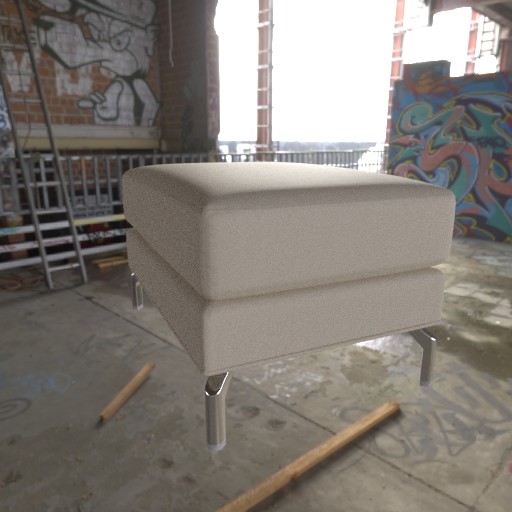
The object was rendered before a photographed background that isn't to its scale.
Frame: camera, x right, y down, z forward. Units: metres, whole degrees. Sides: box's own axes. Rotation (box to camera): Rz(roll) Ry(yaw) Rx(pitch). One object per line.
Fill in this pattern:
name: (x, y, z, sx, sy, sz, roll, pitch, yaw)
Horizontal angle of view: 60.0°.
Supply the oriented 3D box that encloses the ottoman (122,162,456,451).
ottoman: (0.000, 0.000, 1.223, 0.581, 0.497, 0.835, -7, 16, -24)
